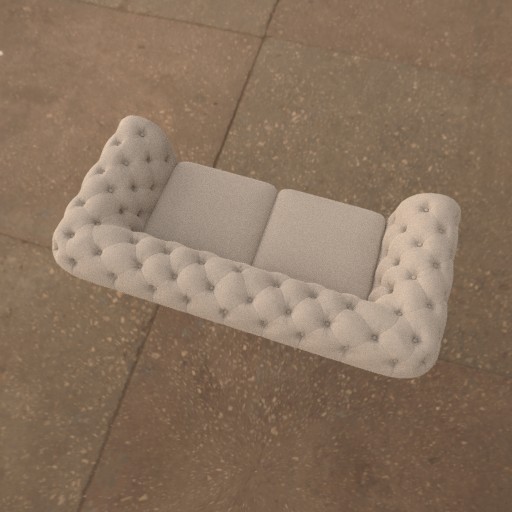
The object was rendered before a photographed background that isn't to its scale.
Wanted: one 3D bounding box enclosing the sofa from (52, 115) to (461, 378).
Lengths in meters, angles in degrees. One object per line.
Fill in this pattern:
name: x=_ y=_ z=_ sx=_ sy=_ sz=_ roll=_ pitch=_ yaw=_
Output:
sofa: x=0.000 y=0.000 z=2.516 sx=1.998 sy=0.764 sz=0.986 roll=16 pitch=65 yaw=8
